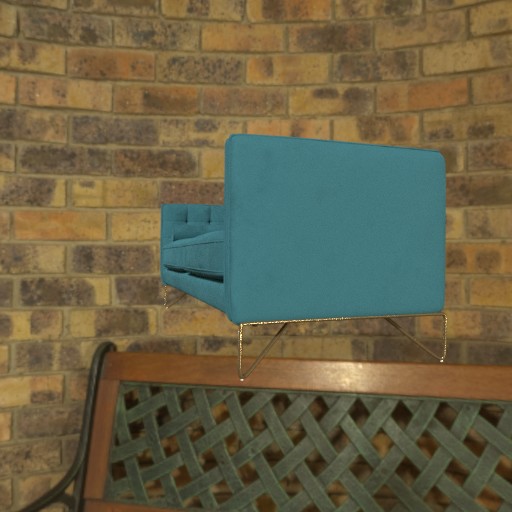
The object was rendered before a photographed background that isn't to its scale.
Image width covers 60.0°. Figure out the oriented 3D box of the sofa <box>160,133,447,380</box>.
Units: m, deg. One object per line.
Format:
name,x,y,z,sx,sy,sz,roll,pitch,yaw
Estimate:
sofa,0.000,0.000,2.484,0.867,0.789,2.087,0,0,-18
